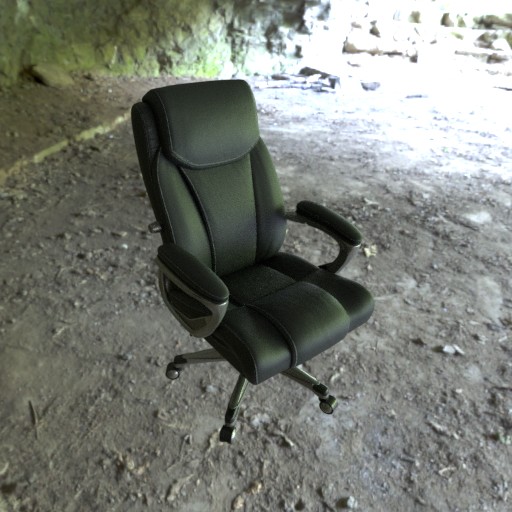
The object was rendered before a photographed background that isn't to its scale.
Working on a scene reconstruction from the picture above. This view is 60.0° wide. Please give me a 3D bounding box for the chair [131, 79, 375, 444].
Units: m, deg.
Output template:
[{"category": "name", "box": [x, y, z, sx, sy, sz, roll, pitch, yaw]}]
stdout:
[{"category": "chair", "box": [0.000, 0.000, 1.663, 0.741, 1.167, 0.784, -21, 35, -32]}]
